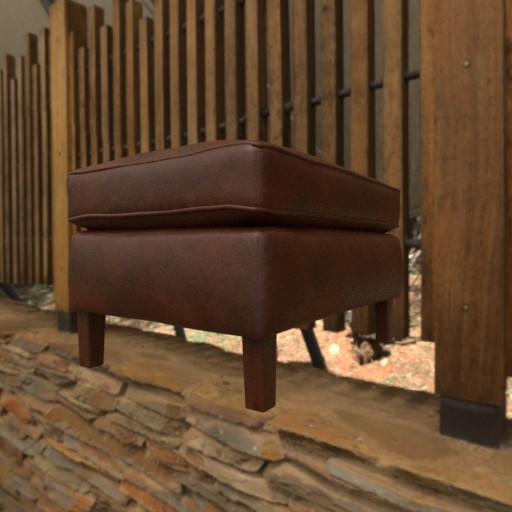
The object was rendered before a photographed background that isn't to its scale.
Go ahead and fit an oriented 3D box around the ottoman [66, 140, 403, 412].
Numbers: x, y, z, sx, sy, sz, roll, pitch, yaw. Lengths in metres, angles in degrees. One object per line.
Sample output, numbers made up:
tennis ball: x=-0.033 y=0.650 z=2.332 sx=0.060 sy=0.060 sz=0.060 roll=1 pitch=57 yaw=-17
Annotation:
ottoman: x=0.000 y=0.000 z=0.994 sx=0.501 sy=0.432 sz=0.665 roll=1 pitch=2 yaw=35
